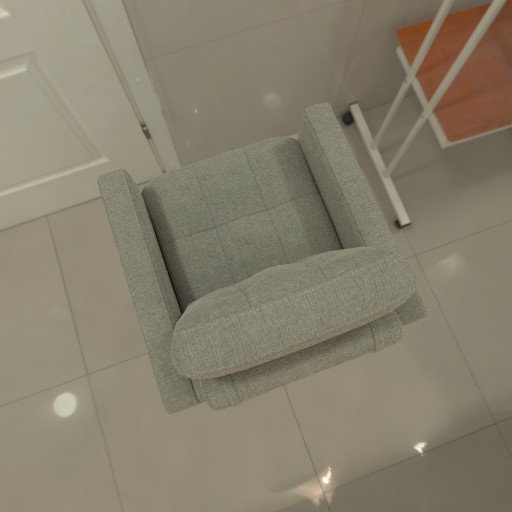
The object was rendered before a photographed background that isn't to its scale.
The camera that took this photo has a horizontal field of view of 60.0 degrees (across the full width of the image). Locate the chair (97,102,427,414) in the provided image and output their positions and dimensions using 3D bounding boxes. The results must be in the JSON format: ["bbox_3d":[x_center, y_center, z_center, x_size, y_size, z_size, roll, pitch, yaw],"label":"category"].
[{"bbox_3d":[0.000,0.000,1.491,0.821,0.880,0.843,-20,76,-5],"label":"chair"}]
